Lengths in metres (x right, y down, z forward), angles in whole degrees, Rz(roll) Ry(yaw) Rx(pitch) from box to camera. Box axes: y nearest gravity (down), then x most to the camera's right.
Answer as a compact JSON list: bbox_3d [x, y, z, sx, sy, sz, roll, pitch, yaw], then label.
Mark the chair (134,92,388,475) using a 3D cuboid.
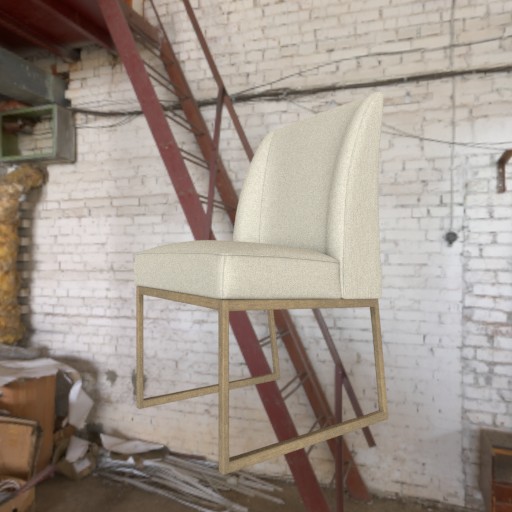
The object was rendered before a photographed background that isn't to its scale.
[{"bbox_3d":[0.000,0.000,1.210,0.522,0.863,0.508,0,0,-36],"label":"chair"}]
